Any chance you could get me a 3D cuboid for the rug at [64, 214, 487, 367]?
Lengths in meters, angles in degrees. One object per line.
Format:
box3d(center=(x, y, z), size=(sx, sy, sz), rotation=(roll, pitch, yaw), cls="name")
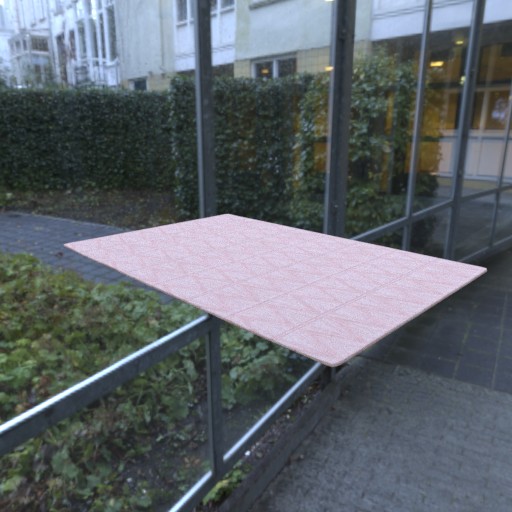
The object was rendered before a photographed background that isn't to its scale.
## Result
box3d(center=(0.000, 0.000, 2.943), size=(1.609, 0.015, 2.390), rotation=(-16, 23, -43), cls="rug")
